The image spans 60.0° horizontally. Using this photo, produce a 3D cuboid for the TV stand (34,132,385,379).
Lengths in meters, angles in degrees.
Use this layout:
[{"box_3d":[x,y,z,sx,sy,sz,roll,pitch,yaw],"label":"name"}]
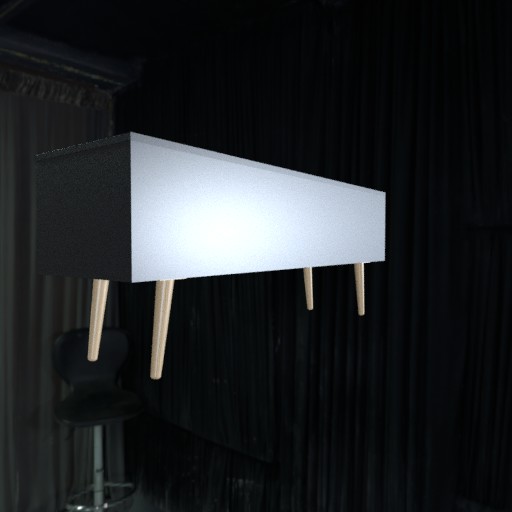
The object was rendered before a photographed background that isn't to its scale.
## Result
[{"box_3d":[0.000,0.000,1.500,0.390,0.518,1.312,1,2,37],"label":"TV stand"}]
